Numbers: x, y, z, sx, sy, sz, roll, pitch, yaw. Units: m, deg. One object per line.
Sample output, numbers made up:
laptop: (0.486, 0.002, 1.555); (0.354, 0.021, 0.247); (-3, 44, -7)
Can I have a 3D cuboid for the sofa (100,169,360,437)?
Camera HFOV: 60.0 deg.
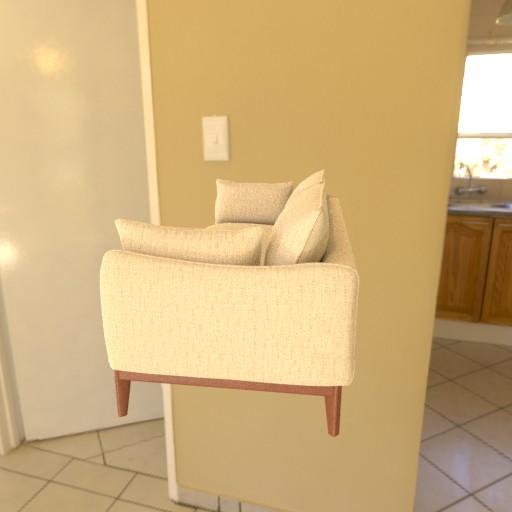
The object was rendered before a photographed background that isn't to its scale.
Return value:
sofa: (0.000, 0.000, 2.517); (0.991, 0.860, 1.989); (2, 15, 8)
